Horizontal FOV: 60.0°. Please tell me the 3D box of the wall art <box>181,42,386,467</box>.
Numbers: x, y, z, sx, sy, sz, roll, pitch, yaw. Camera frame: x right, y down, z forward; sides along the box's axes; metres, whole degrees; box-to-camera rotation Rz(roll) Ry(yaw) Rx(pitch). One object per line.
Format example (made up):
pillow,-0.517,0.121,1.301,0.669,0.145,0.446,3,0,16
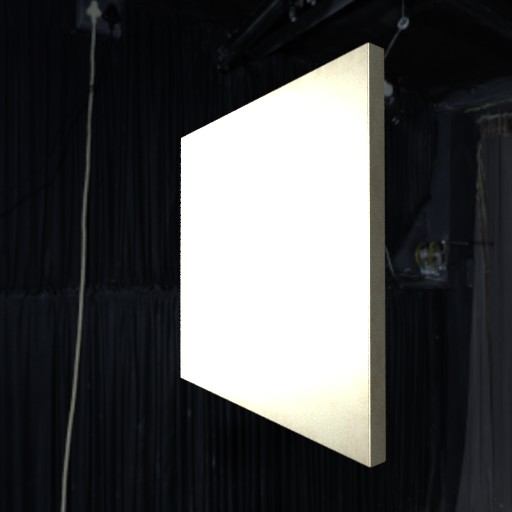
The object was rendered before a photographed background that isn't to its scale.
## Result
wall art,0.000,0.000,0.739,0.030,0.506,0.503,1,-1,-36
